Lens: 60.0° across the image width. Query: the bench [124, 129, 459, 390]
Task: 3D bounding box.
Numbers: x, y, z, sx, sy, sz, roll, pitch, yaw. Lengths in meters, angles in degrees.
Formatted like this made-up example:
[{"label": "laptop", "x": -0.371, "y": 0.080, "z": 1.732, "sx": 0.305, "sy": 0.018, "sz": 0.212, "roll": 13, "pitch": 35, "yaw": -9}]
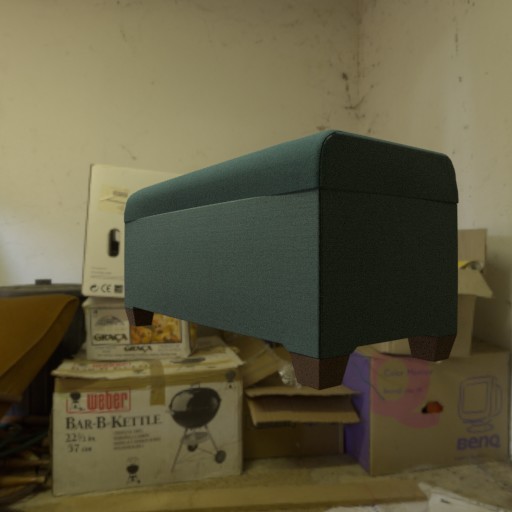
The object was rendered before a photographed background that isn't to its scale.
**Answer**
[{"label": "bench", "x": 0.000, "y": 0.000, "z": 1.276, "sx": 0.476, "sy": 0.474, "sz": 0.995, "roll": 0, "pitch": 0, "yaw": -36}]
